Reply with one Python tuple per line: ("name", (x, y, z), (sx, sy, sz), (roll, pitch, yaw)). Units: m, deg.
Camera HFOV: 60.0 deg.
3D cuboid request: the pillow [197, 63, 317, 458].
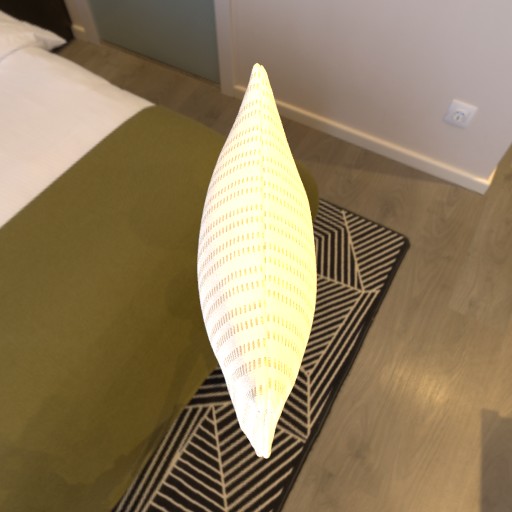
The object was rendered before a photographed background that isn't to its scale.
("pillow", (0.000, 0.000, 0.812), (0.210, 0.353, 0.640), (0, 59, 0))
